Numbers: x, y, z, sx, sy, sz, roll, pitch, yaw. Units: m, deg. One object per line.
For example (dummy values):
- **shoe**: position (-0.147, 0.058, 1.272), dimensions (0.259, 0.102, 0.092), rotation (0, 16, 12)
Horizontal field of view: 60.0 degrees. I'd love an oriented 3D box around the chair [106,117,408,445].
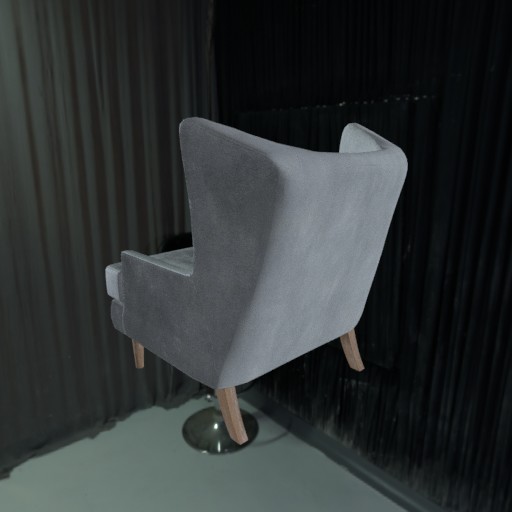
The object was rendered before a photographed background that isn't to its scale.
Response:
- **chair**: position (0.000, 0.000, 1.638), dimensions (0.784, 0.950, 0.906), rotation (-14, 20, -42)
